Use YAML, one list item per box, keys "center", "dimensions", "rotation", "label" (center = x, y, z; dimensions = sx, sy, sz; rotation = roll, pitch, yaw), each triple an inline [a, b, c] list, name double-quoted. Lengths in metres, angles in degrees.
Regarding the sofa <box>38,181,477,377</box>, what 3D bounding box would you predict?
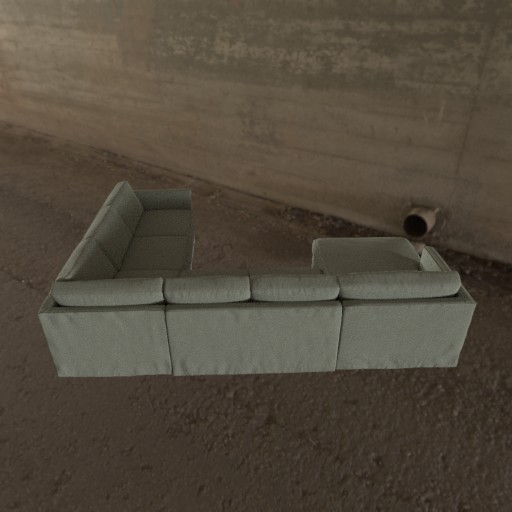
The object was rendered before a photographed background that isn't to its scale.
- center: [0.000, 0.000, 4.579]
  dimensions: [3.434, 0.869, 2.440]
  rotation: [-1, 31, -2]
  label: "sofa"
